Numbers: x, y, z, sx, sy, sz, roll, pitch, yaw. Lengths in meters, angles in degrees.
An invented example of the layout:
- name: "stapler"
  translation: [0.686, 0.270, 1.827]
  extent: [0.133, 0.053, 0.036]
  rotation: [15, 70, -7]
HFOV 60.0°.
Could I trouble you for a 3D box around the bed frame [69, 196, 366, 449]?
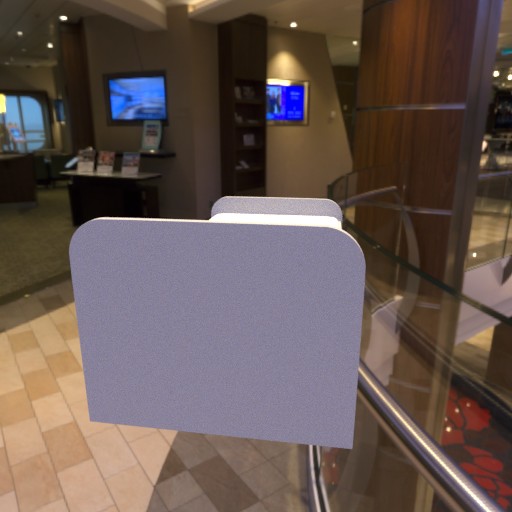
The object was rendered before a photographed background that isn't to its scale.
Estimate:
- name: "bed frame"
  translation: [0.000, 0.000, 2.457]
  extent: [0.998, 0.805, 1.963]
  rotation: [3, 17, 8]
